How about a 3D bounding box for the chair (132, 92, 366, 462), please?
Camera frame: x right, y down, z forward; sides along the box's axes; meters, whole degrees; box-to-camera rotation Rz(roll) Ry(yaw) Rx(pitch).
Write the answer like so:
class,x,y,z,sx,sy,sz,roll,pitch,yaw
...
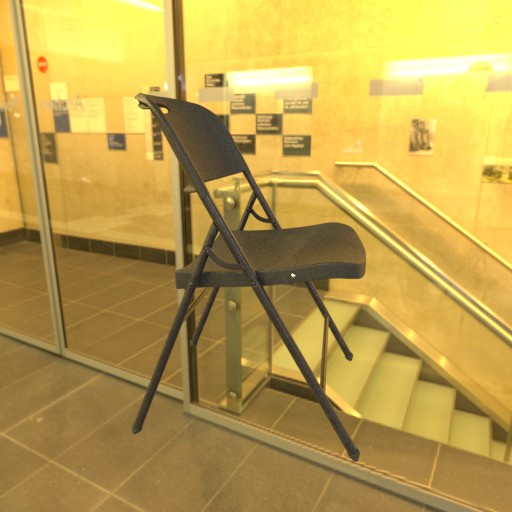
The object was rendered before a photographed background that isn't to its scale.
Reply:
class,x,y,z,sx,sy,sz,roll,pitch,yaw
chair,0.000,0.000,1.175,0.566,0.810,0.494,3,16,10
